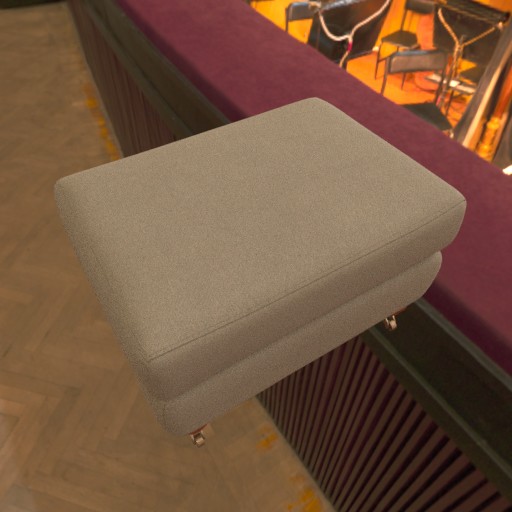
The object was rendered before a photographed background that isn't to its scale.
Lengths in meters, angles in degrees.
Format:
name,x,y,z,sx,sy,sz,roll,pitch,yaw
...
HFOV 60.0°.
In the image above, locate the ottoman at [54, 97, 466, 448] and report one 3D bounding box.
name,x,y,z,sx,sy,sz,roll,pitch,yaw
ottoman,0.000,0.000,1.116,0.773,0.499,0.569,-25,52,-21
